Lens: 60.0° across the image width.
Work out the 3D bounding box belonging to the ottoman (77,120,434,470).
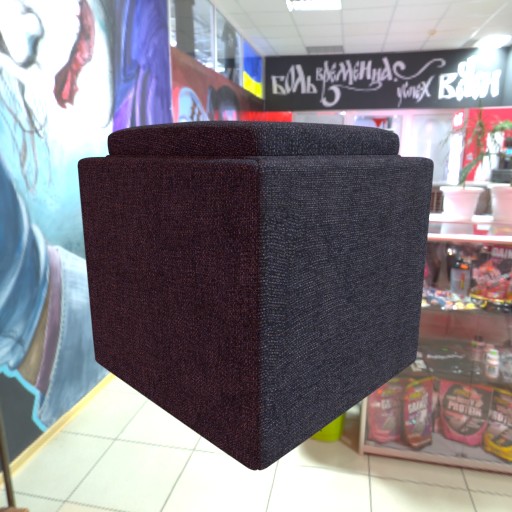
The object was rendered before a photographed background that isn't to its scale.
[{"bbox_3d":[0.000,0.000,0.810,0.450,0.460,0.450,13,18,43],"label":"ottoman"}]
